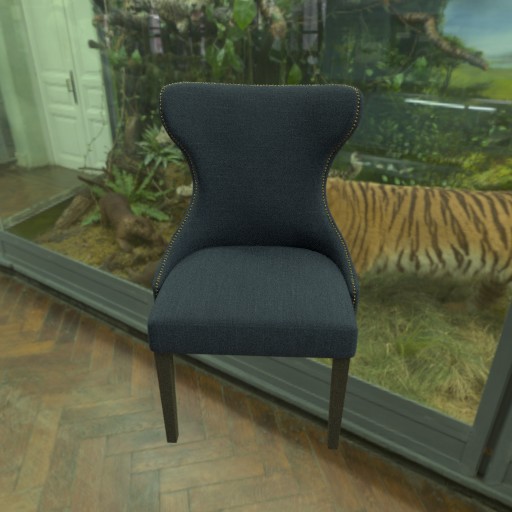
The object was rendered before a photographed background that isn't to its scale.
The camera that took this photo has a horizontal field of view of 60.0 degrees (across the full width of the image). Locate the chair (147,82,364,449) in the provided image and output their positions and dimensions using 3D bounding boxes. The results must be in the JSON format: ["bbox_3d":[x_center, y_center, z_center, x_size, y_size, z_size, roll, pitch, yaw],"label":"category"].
[{"bbox_3d":[0.000,0.000,1.378,0.628,0.967,0.635,1,27,2],"label":"chair"}]
